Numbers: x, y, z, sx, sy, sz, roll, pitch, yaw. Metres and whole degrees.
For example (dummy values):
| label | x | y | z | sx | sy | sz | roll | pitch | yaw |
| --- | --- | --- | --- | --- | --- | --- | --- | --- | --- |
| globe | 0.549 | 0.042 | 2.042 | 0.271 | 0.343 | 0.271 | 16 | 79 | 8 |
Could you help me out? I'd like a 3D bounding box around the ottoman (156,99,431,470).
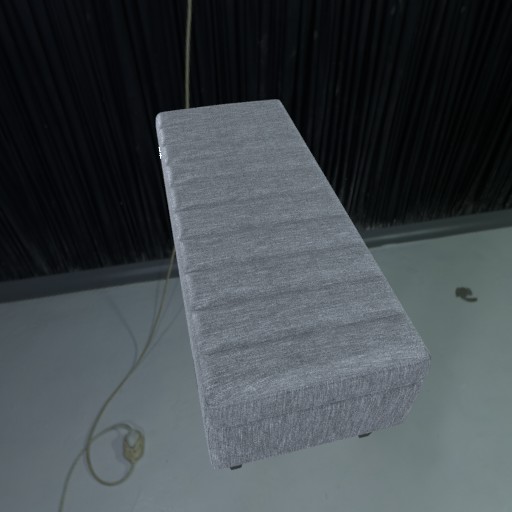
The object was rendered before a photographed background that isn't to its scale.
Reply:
| label | x | y | z | sx | sy | sz | roll | pitch | yaw |
| --- | --- | --- | --- | --- | --- | --- | --- | --- | --- |
| ottoman | 0.000 | 0.000 | 1.380 | 0.482 | 0.469 | 1.151 | -10 | 46 | -9 |
